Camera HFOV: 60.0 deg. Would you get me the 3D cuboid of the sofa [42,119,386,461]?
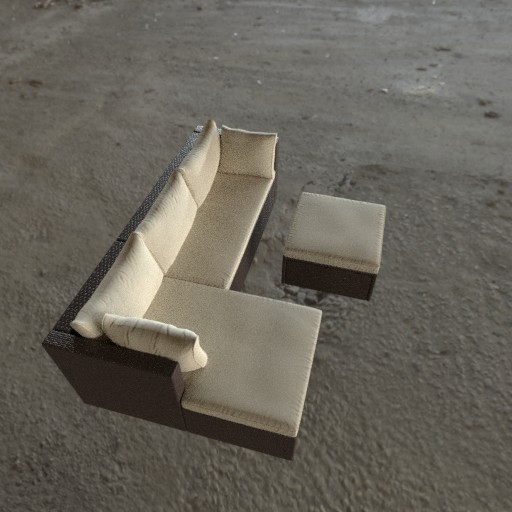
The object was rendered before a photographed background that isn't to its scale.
[{"bbox_3d":[0.000,0.000,2.953,1.612,0.766,2.192,11,47,11],"label":"sofa"}]
